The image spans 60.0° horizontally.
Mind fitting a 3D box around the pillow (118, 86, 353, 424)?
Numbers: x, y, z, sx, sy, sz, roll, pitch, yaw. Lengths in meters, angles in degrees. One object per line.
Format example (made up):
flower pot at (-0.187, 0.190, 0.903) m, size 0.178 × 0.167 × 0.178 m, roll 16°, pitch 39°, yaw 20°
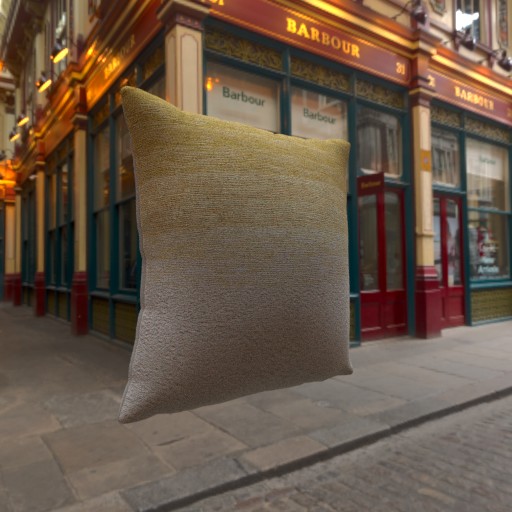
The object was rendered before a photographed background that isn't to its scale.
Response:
pillow at (0.000, 0.000, 0.721) m, size 0.450 × 0.450 × 0.211 m, roll 1°, pitch -2°, yaw -36°
